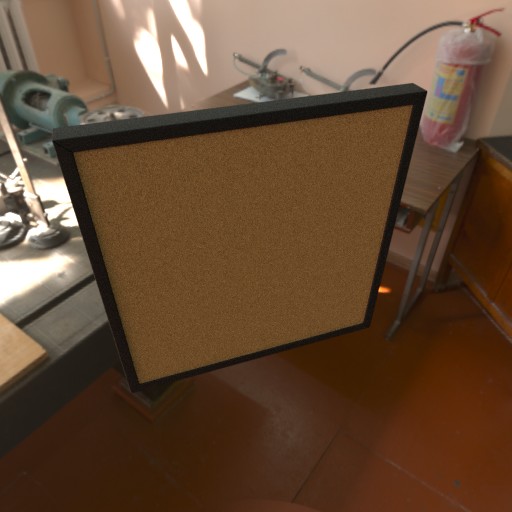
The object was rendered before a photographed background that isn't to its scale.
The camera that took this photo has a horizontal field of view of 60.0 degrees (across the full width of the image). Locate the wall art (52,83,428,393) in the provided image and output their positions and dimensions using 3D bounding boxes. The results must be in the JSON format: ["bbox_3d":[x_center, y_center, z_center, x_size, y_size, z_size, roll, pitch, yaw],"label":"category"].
[{"bbox_3d":[0.000,0.000,0.747,0.508,0.508,0.037,-12,41,-14],"label":"wall art"}]
